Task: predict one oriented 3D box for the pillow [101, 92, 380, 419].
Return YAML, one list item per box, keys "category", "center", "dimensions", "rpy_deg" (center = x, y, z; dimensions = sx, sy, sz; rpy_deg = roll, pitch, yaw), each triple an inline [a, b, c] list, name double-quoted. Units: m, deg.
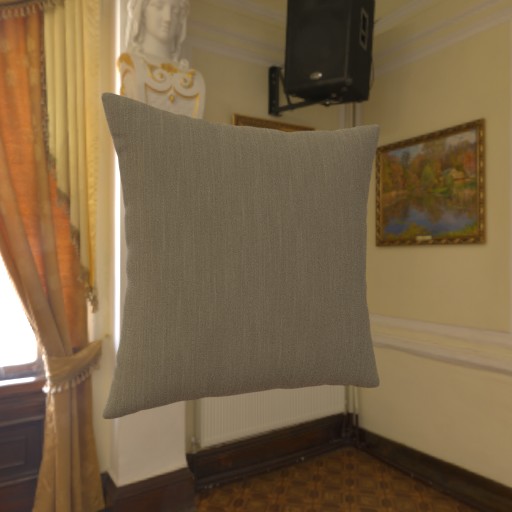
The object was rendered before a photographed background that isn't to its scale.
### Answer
- category: "pillow"
  center: [0.000, 0.000, 0.775]
  dimensions: [0.511, 0.509, 0.161]
  rpy_deg: [0, 0, -20]
